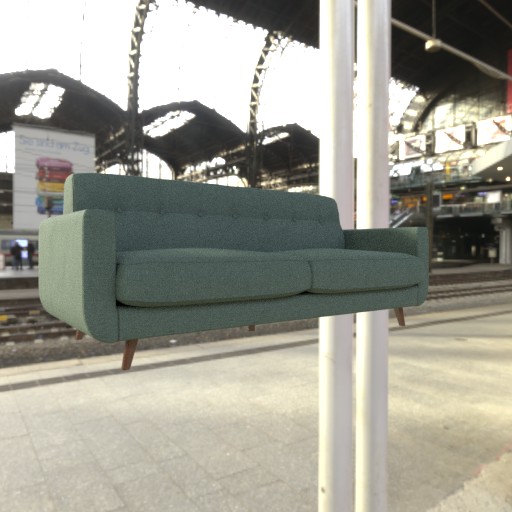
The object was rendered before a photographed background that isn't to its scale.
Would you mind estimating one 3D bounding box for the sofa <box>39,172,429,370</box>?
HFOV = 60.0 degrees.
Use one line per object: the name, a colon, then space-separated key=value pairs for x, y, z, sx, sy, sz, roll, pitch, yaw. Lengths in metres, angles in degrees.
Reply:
sofa: x=0.000 y=0.000 z=2.432 sx=2.029 sy=0.841 sz=0.909 roll=0 pitch=1 yaw=-36
